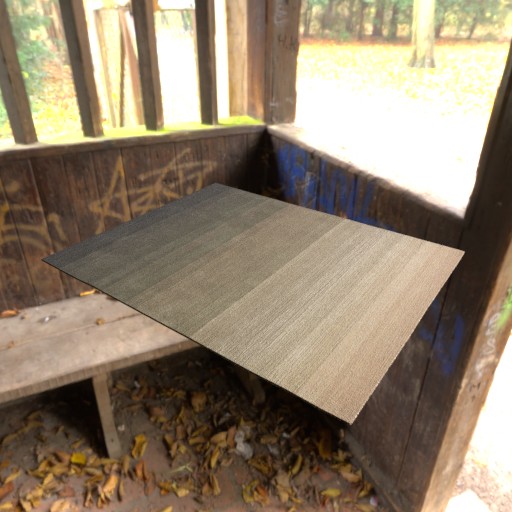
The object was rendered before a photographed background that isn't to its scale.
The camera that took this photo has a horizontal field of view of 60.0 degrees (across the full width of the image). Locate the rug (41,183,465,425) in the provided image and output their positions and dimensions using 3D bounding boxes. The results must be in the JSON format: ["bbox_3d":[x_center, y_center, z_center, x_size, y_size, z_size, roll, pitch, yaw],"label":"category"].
[{"bbox_3d":[0.000,0.000,3.892,2.932,0.015,2.315,20,35,31],"label":"rug"}]
